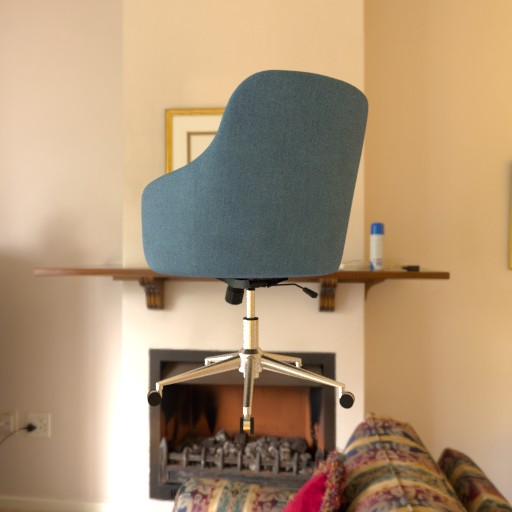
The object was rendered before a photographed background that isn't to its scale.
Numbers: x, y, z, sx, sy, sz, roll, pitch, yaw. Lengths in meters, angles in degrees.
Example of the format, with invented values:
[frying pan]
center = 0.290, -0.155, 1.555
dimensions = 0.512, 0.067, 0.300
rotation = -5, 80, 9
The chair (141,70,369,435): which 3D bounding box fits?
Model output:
[chair]
center = 0.000, 0.000, 1.277
dimensions = 0.599, 0.820, 0.655
rotation = 0, 0, -34
